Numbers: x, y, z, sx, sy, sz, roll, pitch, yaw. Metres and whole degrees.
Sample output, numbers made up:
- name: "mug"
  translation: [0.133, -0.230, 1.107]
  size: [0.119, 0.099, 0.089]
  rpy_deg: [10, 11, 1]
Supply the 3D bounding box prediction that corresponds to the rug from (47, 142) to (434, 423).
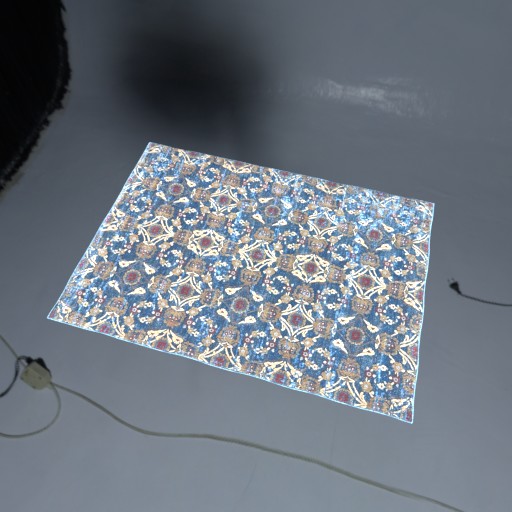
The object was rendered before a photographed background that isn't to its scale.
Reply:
- name: "rug"
  translation: [0.000, 0.000, 2.942]
  size: [2.207, 0.014, 1.567]
  rpy_deg: [14, 59, 8]
